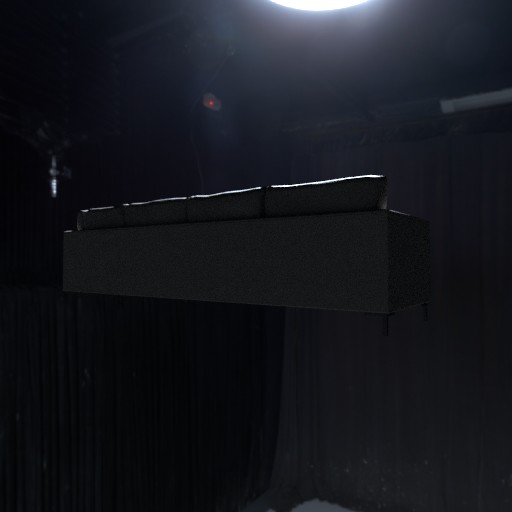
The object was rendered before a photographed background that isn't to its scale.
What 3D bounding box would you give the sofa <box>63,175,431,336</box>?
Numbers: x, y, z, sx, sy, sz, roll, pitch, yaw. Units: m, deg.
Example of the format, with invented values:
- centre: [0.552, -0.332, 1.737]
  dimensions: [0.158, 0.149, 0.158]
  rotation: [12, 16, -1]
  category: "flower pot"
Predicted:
- centre: [0.000, 0.000, 4.326]
  dimensions: [3.331, 0.964, 2.077]
  rotation: [0, -1, 36]
  category: "sofa"
